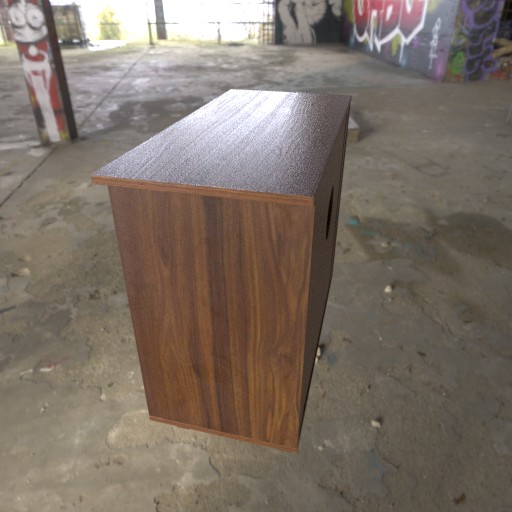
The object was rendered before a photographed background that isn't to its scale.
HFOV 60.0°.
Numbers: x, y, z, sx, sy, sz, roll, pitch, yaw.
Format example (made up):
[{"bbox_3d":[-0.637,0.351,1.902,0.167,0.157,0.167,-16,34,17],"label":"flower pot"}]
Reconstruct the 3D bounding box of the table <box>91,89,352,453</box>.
[{"bbox_3d":[0.000,0.000,1.229,0.390,0.725,0.802,8,31,12],"label":"table"}]
